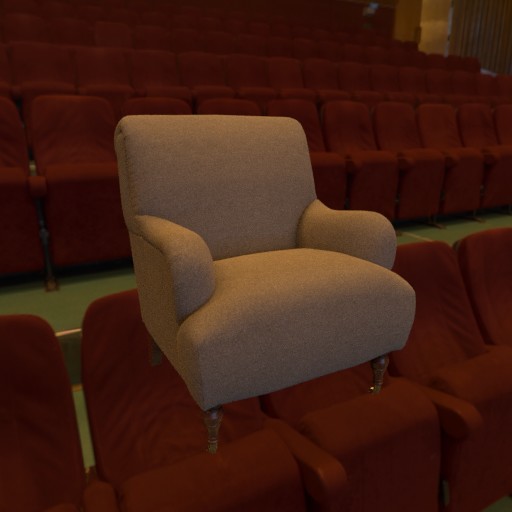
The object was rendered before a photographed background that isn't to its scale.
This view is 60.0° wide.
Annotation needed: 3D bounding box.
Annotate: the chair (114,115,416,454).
[{"bbox_3d":[0.000,0.000,1.532,0.766,0.942,0.843,-9,18,-27],"label":"chair"}]
